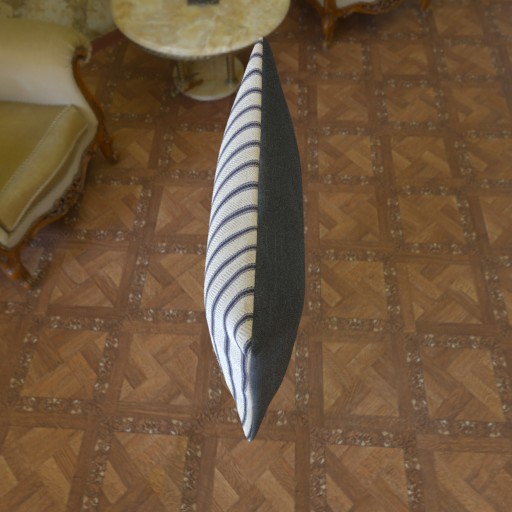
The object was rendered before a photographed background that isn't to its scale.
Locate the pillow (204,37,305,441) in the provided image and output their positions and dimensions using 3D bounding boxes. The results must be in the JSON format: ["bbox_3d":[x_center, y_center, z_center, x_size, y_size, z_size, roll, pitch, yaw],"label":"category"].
[{"bbox_3d":[0.000,0.000,0.686,0.138,0.444,0.468,1,58,1],"label":"pillow"}]
